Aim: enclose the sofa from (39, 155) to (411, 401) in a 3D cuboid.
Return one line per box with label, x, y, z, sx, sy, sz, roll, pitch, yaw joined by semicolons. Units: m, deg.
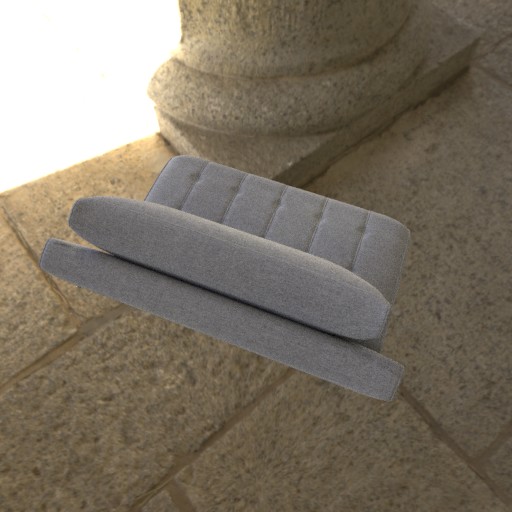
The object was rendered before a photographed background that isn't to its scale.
sofa;0.000;0.000;1.854;1.220;0.910;0.910;19;64;9
